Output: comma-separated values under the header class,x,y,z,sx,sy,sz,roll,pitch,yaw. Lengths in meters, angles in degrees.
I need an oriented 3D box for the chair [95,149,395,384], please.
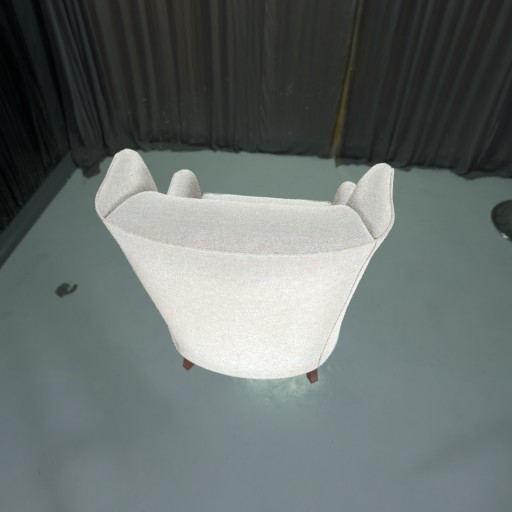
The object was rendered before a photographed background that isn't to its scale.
class,x,y,z,sx,sy,sz,roll,pitch,yaw
chair,0.000,0.000,1.737,0.838,1.040,0.966,5,45,5
